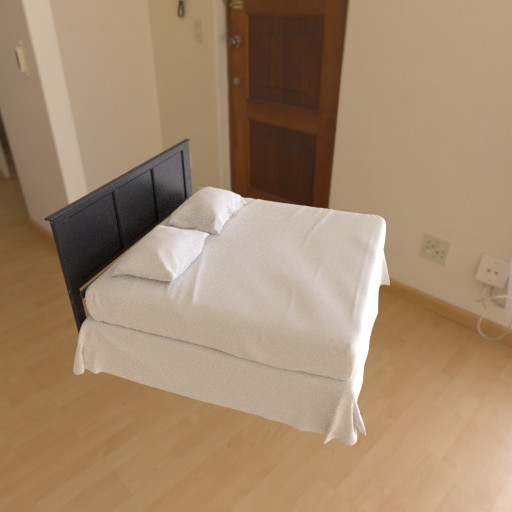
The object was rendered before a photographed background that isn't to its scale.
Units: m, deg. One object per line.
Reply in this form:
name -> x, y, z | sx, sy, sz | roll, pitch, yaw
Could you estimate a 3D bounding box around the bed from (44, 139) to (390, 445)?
bed -> 0.000, 0.000, 3.724 | 2.219, 1.271, 2.315 | 10, 32, 17
